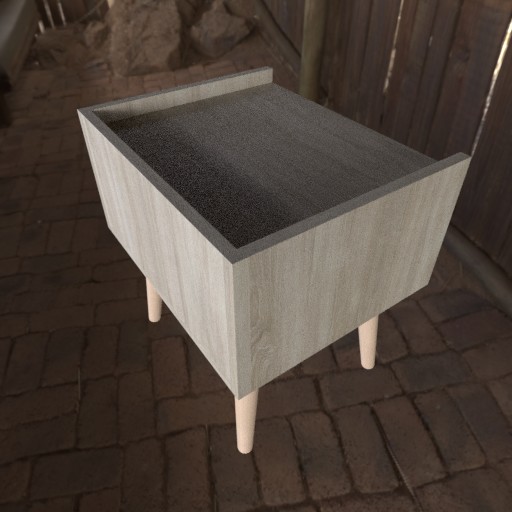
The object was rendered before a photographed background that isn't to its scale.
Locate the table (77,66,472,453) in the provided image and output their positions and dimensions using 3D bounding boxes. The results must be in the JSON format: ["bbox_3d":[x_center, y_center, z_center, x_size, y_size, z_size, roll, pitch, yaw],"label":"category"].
[{"bbox_3d":[0.000,0.000,0.787,0.370,0.470,0.450,-24,46,-26],"label":"table"}]
